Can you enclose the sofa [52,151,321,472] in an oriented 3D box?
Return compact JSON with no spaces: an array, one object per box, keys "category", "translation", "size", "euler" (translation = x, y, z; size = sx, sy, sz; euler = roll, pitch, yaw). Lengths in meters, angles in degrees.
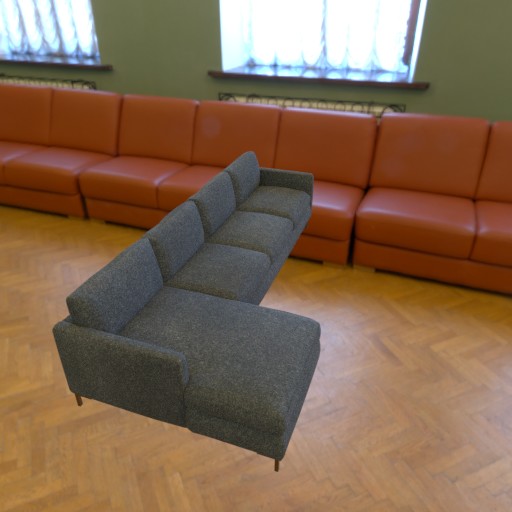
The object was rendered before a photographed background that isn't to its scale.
[{"category":"sofa","translation":[0.000,0.000,3.468],"size":[1.350,0.810,2.932],"euler":[10,32,17]}]
